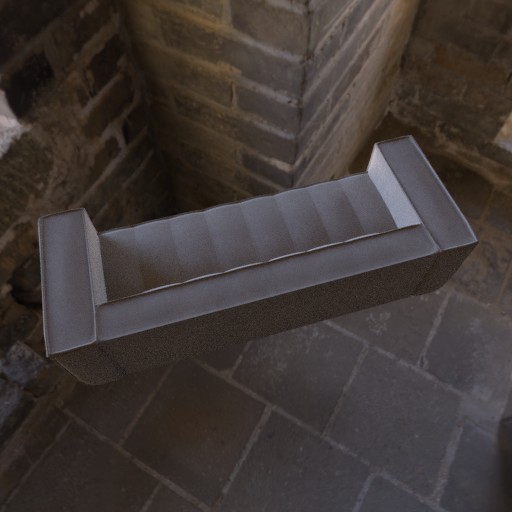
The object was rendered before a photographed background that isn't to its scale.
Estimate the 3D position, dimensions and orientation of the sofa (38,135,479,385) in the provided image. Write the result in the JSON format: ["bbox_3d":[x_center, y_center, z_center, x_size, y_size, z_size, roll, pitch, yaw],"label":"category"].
[{"bbox_3d":[0.000,0.000,3.096,2.697,0.680,1.038,-14,60,-8],"label":"sofa"}]
